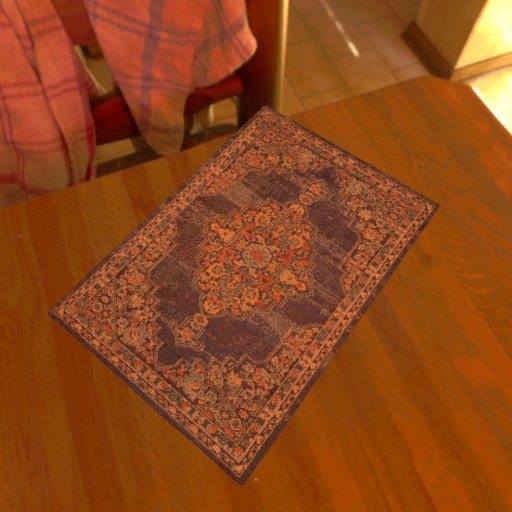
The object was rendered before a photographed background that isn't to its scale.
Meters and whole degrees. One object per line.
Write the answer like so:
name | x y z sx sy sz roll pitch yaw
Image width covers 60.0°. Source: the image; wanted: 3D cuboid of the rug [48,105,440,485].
rug | 0.000 0.000 3.860 2.053 0.011 2.940 35 68 16
